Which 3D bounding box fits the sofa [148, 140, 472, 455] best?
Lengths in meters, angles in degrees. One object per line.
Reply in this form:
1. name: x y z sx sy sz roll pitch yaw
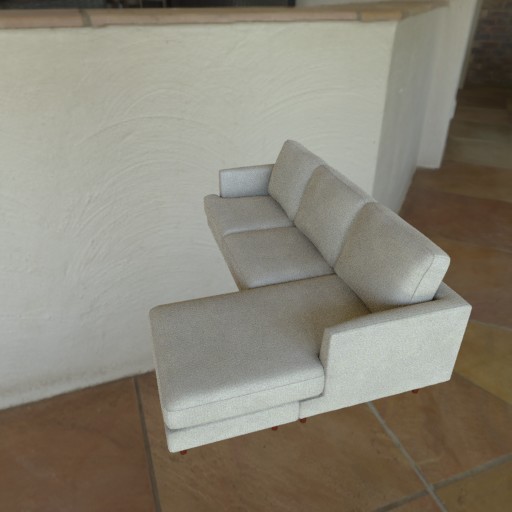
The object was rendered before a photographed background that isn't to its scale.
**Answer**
1. sofa: 0.000 0.000 2.958 1.504 0.956 2.233 -9 32 -15
